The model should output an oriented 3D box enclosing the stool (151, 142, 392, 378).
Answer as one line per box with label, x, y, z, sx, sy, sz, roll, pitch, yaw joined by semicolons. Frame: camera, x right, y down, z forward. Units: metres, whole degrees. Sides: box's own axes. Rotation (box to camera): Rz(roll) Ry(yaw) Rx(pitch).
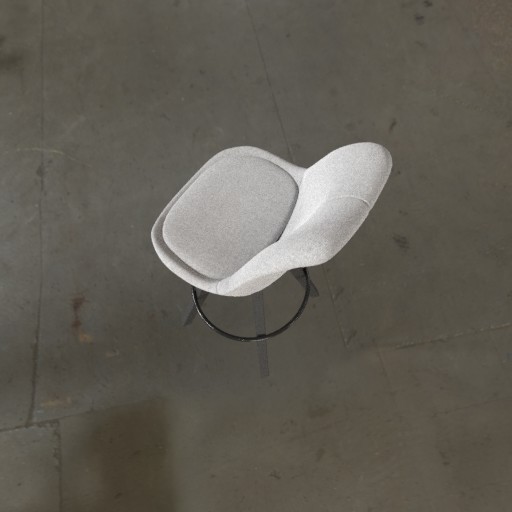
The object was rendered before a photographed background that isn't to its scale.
stool;0.000;0.000;1.431;0.550;1.115;0.485;31;68;14
